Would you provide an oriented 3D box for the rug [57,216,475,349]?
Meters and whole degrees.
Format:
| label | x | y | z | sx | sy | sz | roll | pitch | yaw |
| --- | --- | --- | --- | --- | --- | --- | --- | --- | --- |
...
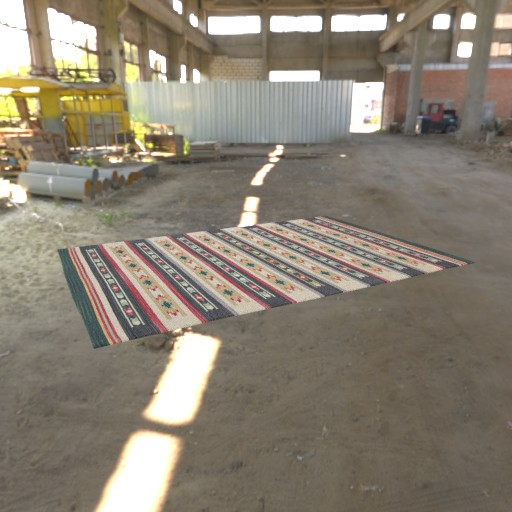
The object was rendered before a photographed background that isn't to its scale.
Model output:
| label | x | y | z | sx | sy | sz | roll | pitch | yaw |
| --- | --- | --- | --- | --- | --- | --- | --- | --- | --- |
| rug | 0.000 | 0.000 | 2.309 | 1.825 | 0.009 | 1.221 | -9 | 20 | -27 |
